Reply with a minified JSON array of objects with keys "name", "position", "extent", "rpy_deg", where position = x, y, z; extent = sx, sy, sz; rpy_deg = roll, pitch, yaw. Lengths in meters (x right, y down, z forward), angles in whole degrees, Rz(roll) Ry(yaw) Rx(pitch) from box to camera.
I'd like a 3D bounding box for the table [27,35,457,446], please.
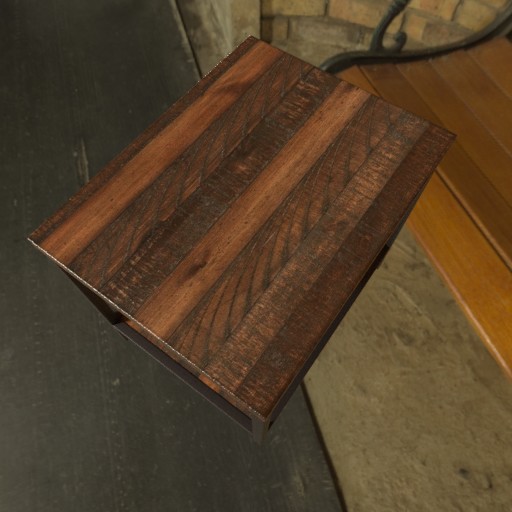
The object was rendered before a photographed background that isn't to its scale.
[{"name":"table","position":[0.000,0.000,1.121],"extent":[0.524,0.612,0.678],"rpy_deg":[33,68,15]}]
